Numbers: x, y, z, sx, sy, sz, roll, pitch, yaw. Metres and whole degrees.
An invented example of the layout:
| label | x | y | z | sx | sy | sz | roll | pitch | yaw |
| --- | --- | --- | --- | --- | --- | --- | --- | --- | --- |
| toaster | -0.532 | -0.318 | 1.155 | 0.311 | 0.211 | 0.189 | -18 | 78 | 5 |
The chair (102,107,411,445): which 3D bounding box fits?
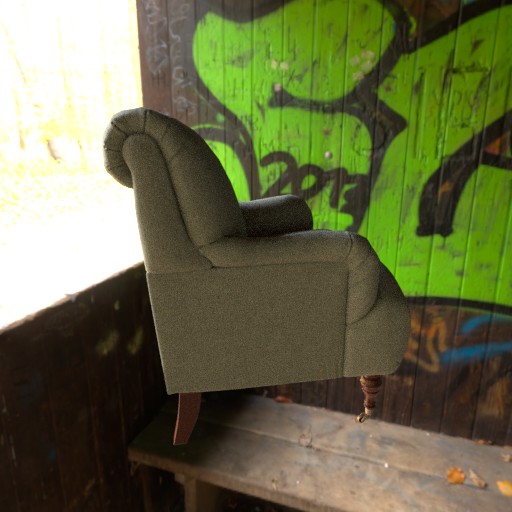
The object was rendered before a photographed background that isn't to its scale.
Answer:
| label | x | y | z | sx | sy | sz | roll | pitch | yaw |
| --- | --- | --- | --- | --- | --- | --- | --- | --- | --- |
| chair | 0.000 | 0.000 | 1.903 | 1.060 | 1.178 | 0.964 | -2 | 16 | -8 |
